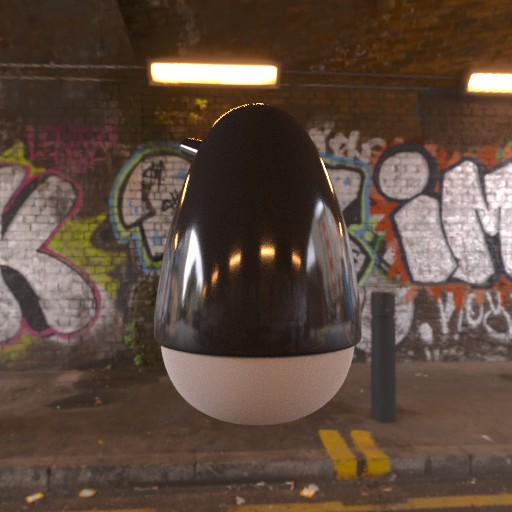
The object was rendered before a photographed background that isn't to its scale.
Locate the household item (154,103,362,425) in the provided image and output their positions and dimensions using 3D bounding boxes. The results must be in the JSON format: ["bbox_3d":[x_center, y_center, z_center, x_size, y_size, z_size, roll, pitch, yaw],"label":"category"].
[{"bbox_3d":[0.000,0.000,0.225,0.104,0.152,0.102,-1,-2,36],"label":"household item"}]
